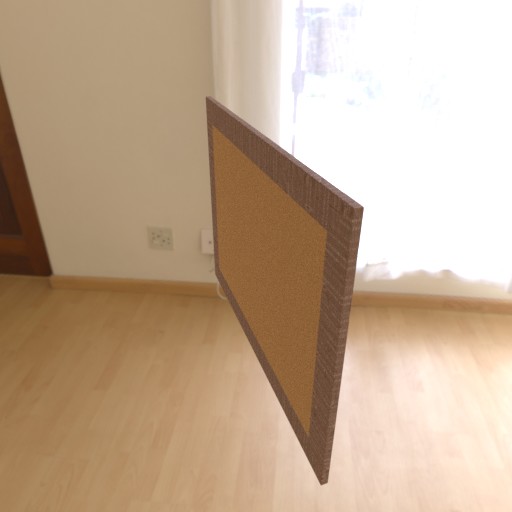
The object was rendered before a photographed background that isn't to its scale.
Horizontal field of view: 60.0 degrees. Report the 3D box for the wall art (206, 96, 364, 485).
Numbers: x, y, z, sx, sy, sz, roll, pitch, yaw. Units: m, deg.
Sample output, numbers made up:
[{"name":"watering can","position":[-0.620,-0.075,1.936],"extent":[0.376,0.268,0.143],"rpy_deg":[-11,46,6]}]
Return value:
[{"name":"wall art","position":[0.000,0.000,1.363],"extent":[0.020,0.761,1.056],"rpy_deg":[-10,31,-17]}]
